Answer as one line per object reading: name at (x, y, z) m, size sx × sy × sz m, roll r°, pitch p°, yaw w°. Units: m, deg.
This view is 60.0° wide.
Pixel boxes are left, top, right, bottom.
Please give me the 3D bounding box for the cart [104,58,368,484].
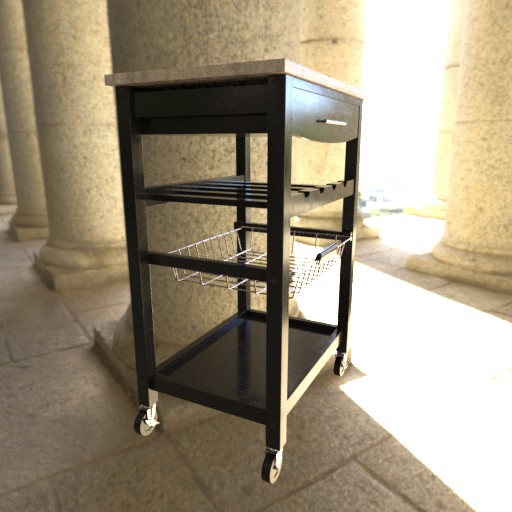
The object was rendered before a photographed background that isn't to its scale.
cart at (0.000, 0.000, 1.155) m, size 0.403 × 0.839 × 0.584 m, roll 7°, pitch 16°, yaw 26°
